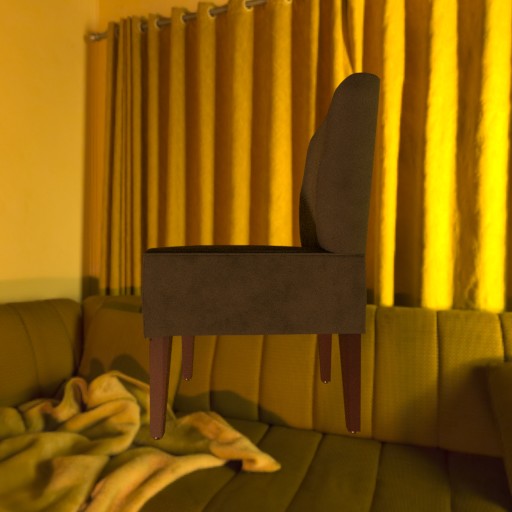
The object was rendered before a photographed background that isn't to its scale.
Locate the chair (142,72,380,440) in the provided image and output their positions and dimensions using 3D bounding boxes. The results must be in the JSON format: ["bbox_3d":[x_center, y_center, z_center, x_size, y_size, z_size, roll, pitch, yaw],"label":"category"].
[{"bbox_3d":[0.000,0.000,1.203,0.554,0.806,0.521,0,0,0],"label":"chair"}]
